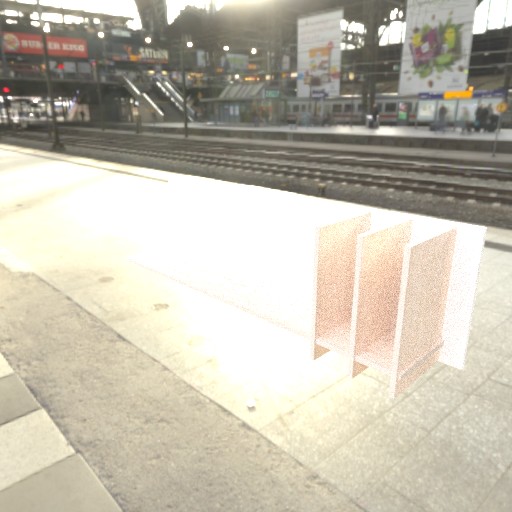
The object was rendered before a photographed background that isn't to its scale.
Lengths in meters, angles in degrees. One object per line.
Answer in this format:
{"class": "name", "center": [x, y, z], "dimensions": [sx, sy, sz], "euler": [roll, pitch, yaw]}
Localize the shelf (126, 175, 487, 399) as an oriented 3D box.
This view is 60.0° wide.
{"class": "shelf", "center": [0.000, 0.000, 1.148], "dimensions": [1.020, 0.300, 0.200], "euler": [17, 25, 42]}
